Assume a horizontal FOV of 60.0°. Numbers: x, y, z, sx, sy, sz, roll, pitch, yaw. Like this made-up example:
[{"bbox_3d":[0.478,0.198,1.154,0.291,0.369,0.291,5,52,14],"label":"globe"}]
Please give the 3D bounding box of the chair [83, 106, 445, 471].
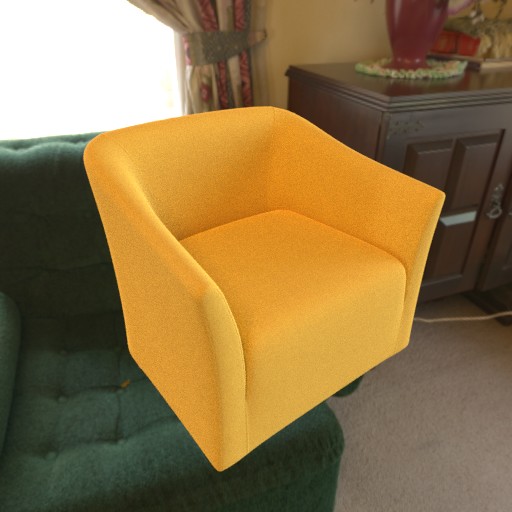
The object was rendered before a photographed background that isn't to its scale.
[{"bbox_3d":[0.000,0.000,1.332,0.790,0.720,0.700,-21,36,-32],"label":"chair"}]
